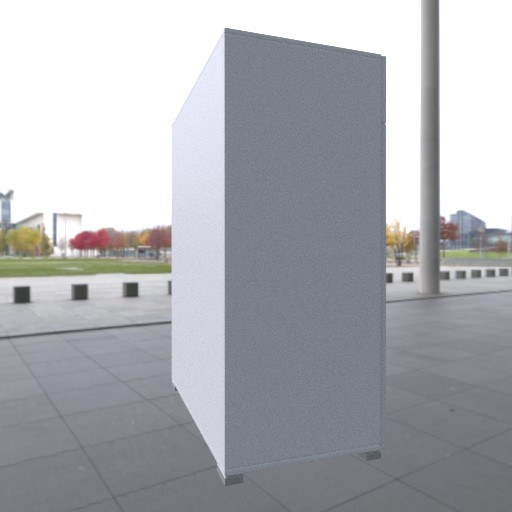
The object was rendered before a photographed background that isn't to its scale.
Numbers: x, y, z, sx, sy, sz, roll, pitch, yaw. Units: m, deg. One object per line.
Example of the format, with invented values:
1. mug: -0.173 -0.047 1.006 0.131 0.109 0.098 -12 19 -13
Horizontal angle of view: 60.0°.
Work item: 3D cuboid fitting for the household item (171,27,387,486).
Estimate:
1. household item: 0.000 0.000 1.416 0.420 1.010 0.790 0 0 -19
